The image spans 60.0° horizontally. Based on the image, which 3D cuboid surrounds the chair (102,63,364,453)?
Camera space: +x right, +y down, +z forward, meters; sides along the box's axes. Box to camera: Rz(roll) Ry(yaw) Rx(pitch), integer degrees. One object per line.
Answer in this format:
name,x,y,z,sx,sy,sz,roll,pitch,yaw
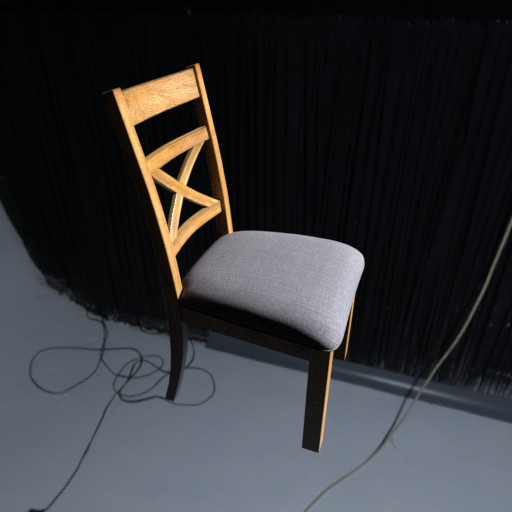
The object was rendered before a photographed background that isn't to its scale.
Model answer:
chair,0.000,0.000,1.273,0.581,0.949,0.470,11,33,17
